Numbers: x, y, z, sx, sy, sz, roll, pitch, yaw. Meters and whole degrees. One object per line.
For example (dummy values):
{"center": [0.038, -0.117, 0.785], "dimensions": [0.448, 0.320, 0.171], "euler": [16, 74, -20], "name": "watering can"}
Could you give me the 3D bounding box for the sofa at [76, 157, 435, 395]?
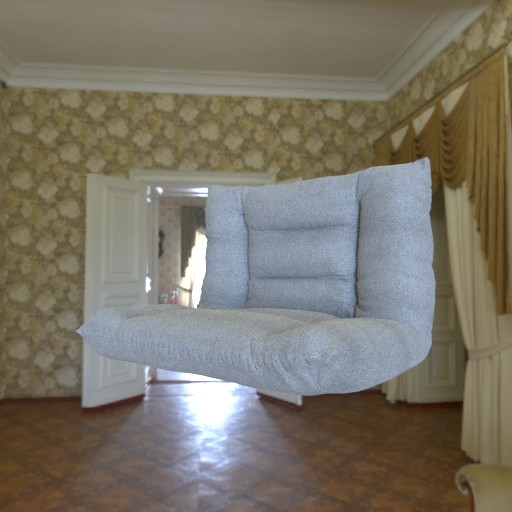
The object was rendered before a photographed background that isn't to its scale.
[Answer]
{"center": [0.000, 0.000, 1.690], "dimensions": [1.144, 0.795, 0.847], "euler": [-2, -3, 38], "name": "sofa"}
